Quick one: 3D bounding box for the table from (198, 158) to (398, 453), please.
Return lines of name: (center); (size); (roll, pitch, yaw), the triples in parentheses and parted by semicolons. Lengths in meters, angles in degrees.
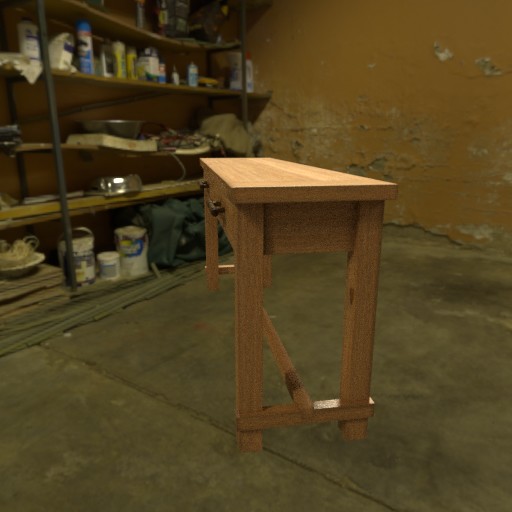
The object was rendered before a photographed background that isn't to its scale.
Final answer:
table: (0.000, 0.000, 1.910); (0.442, 0.762, 1.599); (-2, 15, -9)
